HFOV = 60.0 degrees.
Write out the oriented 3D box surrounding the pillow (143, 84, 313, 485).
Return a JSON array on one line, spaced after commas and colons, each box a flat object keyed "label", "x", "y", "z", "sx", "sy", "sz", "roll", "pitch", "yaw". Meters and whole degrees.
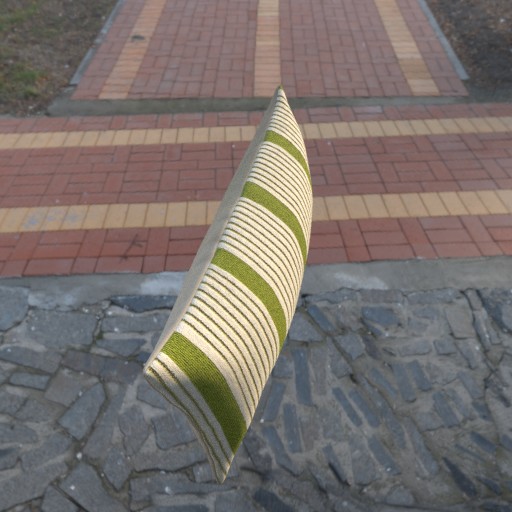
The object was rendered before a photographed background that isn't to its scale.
[{"label": "pillow", "x": 0.000, "y": 0.000, "z": 0.712, "sx": 0.156, "sy": 0.292, "sz": 0.608, "roll": 10, "pitch": 48, "yaw": 10}]
